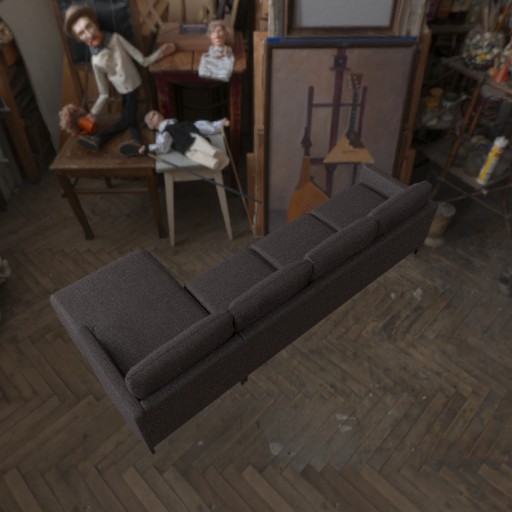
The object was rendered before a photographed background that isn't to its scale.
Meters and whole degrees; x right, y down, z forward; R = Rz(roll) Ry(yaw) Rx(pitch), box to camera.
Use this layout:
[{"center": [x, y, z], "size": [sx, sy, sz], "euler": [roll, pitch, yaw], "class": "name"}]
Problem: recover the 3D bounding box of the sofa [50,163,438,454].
[{"center": [0.000, 0.000, 3.924], "size": [3.221, 0.892, 1.483], "euler": [-31, 54, -26], "class": "sofa"}]
